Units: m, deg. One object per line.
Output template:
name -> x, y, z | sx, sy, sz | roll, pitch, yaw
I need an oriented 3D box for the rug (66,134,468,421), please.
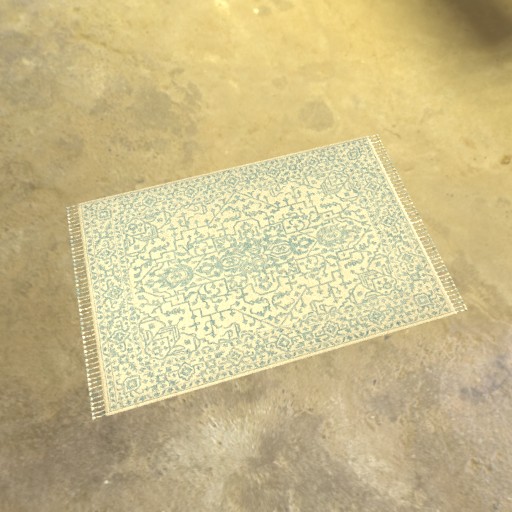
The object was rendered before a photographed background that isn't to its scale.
rug -> 0.000, 0.000, 3.058 | 2.438, 0.010, 1.524 | -15, 66, -7
